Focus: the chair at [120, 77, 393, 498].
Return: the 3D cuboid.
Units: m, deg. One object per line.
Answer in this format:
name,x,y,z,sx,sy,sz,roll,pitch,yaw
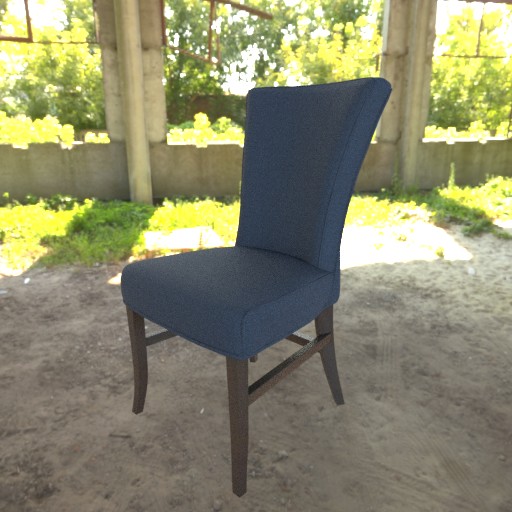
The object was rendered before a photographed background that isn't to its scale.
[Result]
chair,0.000,0.000,1.308,0.520,0.991,0.660,15,21,42
